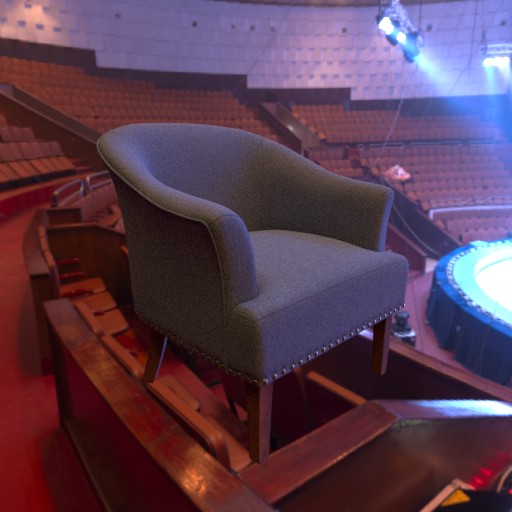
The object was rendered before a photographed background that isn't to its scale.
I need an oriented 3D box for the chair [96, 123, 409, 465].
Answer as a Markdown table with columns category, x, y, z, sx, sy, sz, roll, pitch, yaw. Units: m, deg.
| category | x | y | z | sx | sy | sz | roll | pitch | yaw |
| --- | --- | --- | --- | --- | --- | --- | --- | --- | --- |
| chair | 0.000 | 0.000 | 1.393 | 0.704 | 0.815 | 0.798 | 14 | 20 | 42 |
